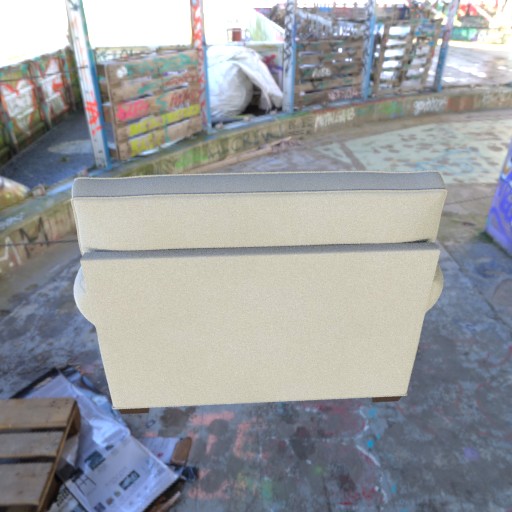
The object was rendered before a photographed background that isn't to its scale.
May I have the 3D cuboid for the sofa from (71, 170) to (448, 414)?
[{"bbox_3d":[0.000,0.000,2.040,1.405,1.006,0.937,-2,30,-3],"label":"sofa"}]
